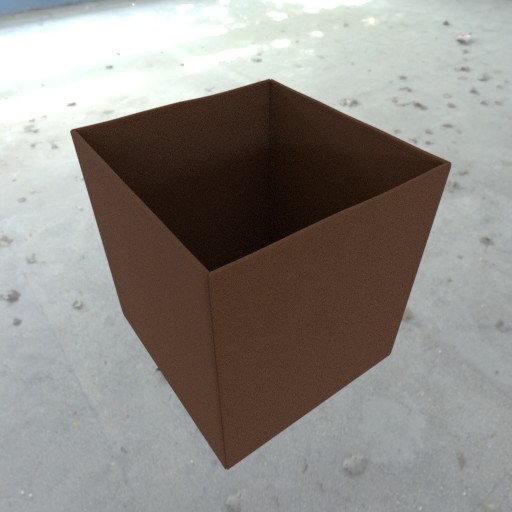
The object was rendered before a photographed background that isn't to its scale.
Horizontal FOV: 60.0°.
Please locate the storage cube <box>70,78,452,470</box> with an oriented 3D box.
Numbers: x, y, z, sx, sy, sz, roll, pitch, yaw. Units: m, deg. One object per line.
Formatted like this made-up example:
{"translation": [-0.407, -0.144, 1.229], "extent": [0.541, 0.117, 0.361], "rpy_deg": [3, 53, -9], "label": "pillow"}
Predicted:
{"translation": [0.000, 0.000, 0.508], "extent": [0.270, 0.280, 0.270], "rpy_deg": [-25, 47, -26], "label": "storage cube"}
